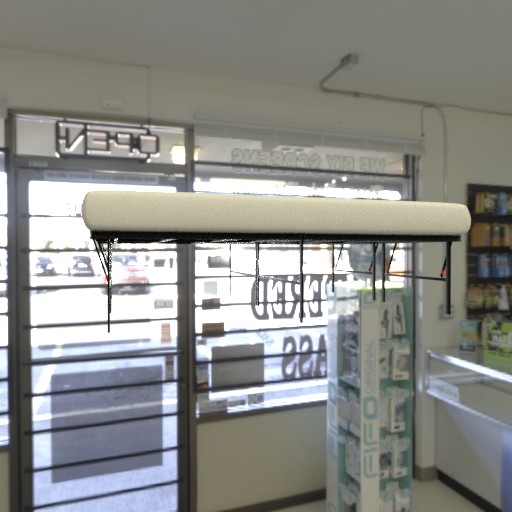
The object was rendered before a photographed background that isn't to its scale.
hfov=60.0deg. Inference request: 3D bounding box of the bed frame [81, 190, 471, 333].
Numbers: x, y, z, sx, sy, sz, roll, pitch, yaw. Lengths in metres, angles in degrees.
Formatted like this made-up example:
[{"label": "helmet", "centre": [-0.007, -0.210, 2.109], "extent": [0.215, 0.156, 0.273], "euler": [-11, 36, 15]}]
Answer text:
[{"label": "bed frame", "centre": [0.000, 0.000, 2.969], "extent": [2.151, 0.667, 1.584], "euler": [0, 1, -18]}]
